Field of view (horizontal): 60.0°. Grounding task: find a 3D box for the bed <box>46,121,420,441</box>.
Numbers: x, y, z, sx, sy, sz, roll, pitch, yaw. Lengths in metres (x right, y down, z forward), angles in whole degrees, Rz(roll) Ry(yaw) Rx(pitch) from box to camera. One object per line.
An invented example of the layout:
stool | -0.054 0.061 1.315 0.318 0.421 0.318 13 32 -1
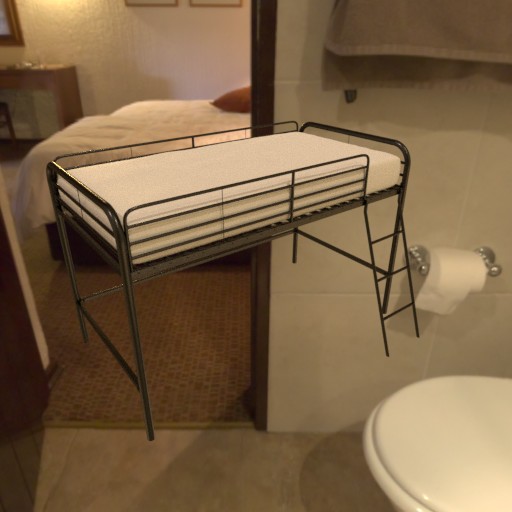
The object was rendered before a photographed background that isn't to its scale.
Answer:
bed | 0.000 0.000 2.818 1.968 1.289 1.393 -19 33 -33
